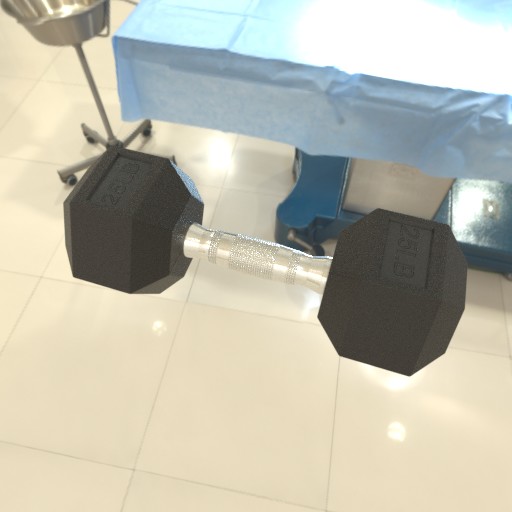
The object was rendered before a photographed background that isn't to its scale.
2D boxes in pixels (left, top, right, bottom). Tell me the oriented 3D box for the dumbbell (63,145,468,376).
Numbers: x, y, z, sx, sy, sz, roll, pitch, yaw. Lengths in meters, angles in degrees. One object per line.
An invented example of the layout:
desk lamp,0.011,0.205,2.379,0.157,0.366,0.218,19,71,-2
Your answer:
dumbbell,0.000,0.000,0.371,0.315,0.113,0.129,15,58,10
